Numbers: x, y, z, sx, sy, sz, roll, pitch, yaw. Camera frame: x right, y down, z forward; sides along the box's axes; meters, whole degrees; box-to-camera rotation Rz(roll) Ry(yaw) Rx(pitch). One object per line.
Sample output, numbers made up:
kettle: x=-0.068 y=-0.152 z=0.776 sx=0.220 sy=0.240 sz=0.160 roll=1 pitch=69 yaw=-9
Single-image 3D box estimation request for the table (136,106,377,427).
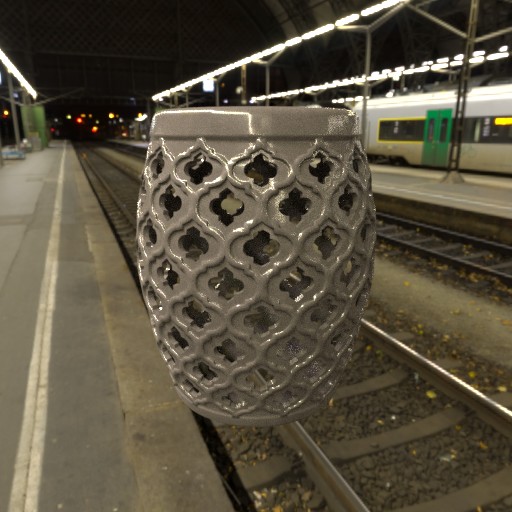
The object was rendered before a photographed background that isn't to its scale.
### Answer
table: x=0.000 y=0.000 z=0.626 sx=0.325 sy=0.388 sz=0.325 roll=0 pitch=16 yaw=0
